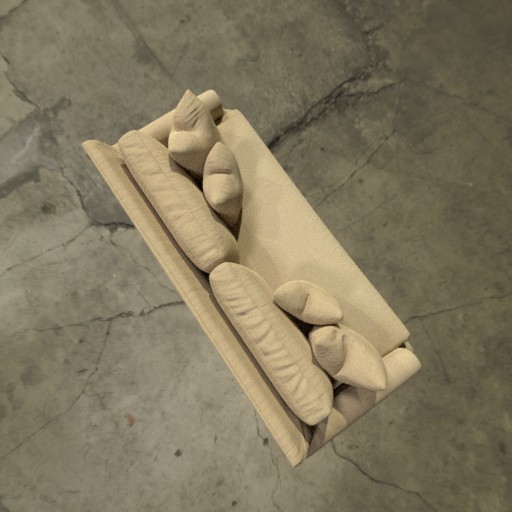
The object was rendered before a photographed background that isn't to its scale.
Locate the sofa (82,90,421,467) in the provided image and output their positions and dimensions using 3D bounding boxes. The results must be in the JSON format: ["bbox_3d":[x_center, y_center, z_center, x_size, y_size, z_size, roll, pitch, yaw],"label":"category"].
[{"bbox_3d":[0.000,0.000,2.835,1.067,0.904,2.285,-34,79,-8],"label":"sofa"}]
